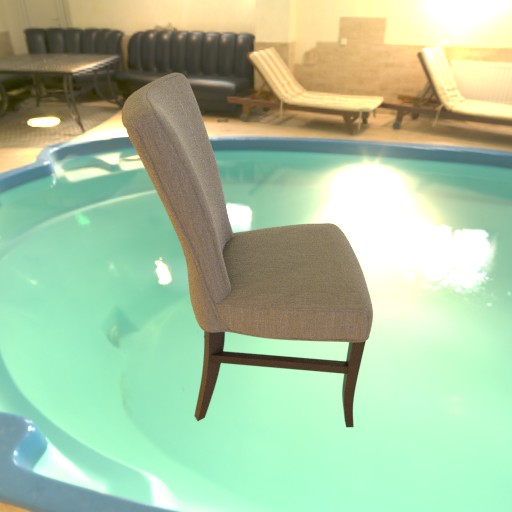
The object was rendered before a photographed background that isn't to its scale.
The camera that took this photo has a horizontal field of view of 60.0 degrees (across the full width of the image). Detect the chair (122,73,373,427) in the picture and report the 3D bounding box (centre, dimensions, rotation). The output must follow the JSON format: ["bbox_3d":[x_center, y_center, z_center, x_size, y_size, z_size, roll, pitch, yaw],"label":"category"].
[{"bbox_3d":[0.000,0.000,1.365,0.660,0.991,0.520,-1,31,-1],"label":"chair"}]
